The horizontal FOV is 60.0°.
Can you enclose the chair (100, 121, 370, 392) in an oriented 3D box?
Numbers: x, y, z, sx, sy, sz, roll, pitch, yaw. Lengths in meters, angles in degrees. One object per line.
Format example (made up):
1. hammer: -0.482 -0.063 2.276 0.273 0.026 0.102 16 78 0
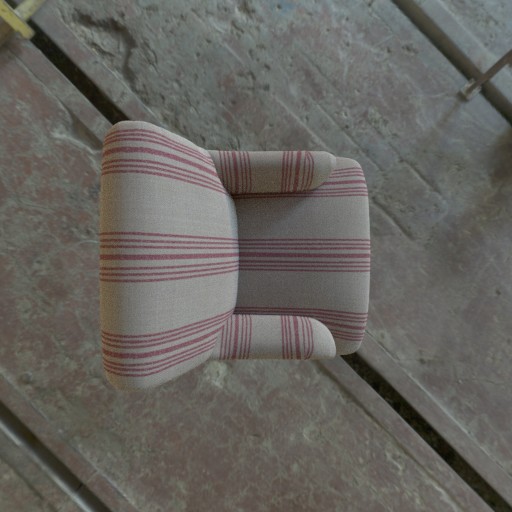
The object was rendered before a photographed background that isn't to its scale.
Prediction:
1. chair: 0.000 0.000 1.938 1.058 1.123 0.933 0 90 -1
